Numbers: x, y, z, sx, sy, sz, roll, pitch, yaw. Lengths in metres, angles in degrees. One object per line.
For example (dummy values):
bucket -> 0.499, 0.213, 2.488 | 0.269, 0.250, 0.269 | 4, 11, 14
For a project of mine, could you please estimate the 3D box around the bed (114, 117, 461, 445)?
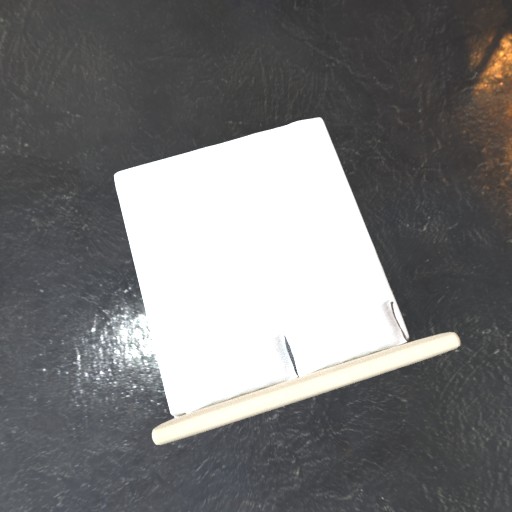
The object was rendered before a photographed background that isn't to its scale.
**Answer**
bed -> 0.000, 0.000, 3.668 | 2.119, 1.317, 2.319 | -17, 75, -5
